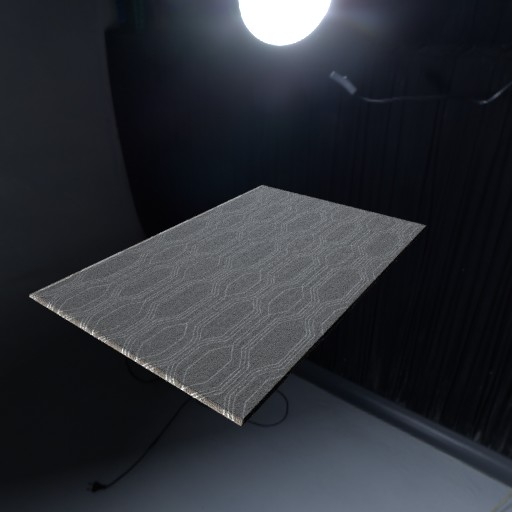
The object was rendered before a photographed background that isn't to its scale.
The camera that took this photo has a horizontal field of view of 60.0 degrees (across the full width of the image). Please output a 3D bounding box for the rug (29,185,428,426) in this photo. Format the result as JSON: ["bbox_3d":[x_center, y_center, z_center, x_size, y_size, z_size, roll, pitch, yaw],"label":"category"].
[{"bbox_3d":[0.000,0.000,2.356,1.239,0.012,1.836,19,34,31],"label":"rug"}]
